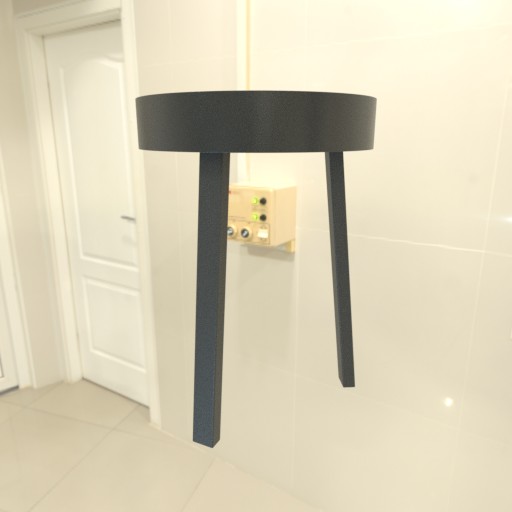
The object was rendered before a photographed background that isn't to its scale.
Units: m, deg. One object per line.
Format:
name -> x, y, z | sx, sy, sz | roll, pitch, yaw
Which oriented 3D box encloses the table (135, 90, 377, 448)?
table -> 0.000, 0.000, 0.845 | 0.406, 0.559, 0.406 | 0, 16, 0
